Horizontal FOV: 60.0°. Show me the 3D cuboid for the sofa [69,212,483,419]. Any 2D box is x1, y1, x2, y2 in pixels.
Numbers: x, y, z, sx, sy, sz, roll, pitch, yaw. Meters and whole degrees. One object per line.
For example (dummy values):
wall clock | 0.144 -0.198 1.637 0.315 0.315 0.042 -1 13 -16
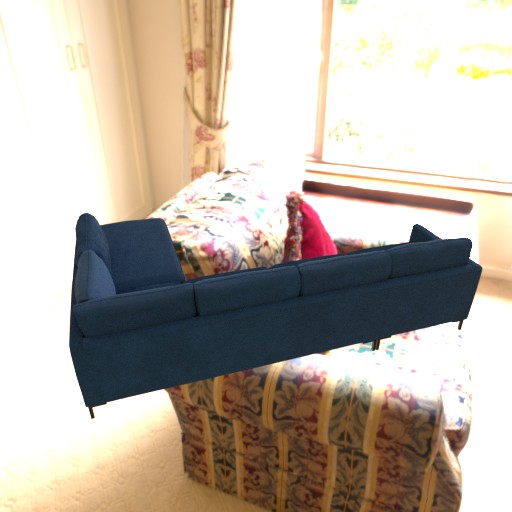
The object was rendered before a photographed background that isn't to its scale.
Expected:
sofa | 0.000 0.000 3.216 2.486 0.687 1.707 -9 31 -16
